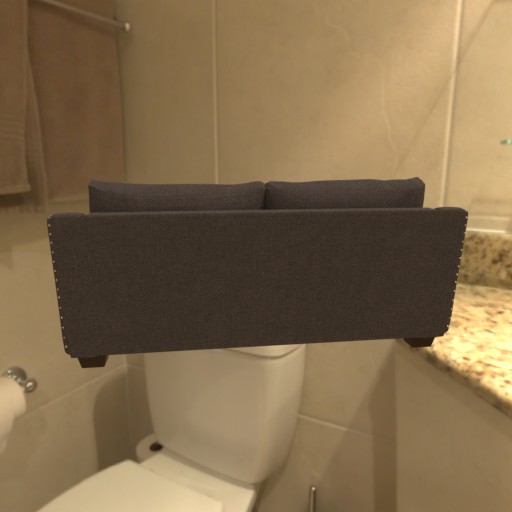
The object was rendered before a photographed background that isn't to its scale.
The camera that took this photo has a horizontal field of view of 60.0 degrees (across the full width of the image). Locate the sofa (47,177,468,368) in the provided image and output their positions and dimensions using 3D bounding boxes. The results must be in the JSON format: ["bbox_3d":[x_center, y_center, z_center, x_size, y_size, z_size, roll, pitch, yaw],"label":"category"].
[{"bbox_3d":[0.000,0.000,3.364,2.550,1.196,1.336,-2,12,-8],"label":"sofa"}]
